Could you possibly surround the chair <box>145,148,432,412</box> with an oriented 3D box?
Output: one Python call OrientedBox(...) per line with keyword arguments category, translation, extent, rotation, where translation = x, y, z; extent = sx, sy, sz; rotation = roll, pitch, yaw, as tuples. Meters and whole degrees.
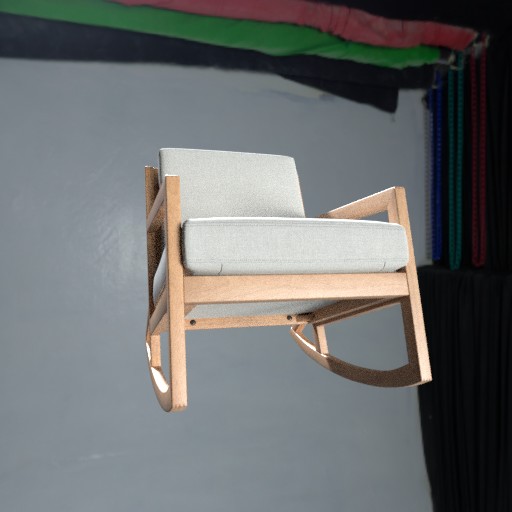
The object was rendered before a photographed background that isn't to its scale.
OrientedBox(category="chair", translation=(0.000, 0.000, 1.382), extent=(0.622, 0.790, 0.857), rotation=(0, 1, -18))
